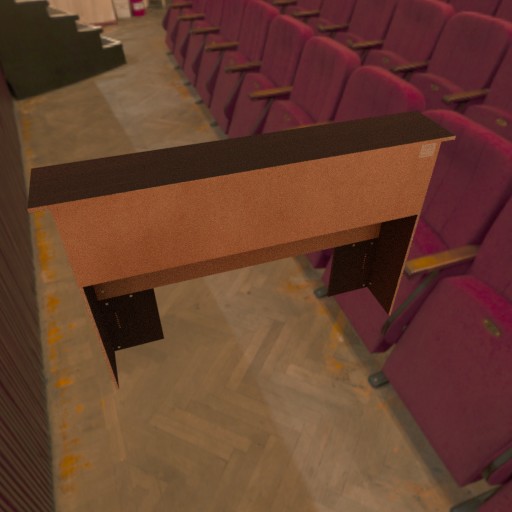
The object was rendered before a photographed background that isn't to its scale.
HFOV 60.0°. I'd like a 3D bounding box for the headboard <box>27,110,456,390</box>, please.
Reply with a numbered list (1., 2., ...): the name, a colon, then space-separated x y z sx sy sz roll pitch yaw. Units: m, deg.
1. headboard: 0.000 0.000 2.106 1.671 1.092 0.279 -12 42 -14
